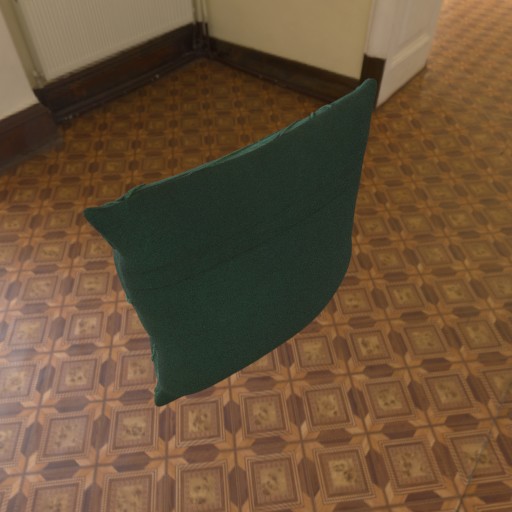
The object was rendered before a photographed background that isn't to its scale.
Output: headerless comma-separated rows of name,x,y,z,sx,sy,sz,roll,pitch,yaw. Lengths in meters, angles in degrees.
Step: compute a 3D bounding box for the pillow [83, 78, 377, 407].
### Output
pillow,0.000,0.000,0.680,0.439,0.440,0.184,-31,54,-25
